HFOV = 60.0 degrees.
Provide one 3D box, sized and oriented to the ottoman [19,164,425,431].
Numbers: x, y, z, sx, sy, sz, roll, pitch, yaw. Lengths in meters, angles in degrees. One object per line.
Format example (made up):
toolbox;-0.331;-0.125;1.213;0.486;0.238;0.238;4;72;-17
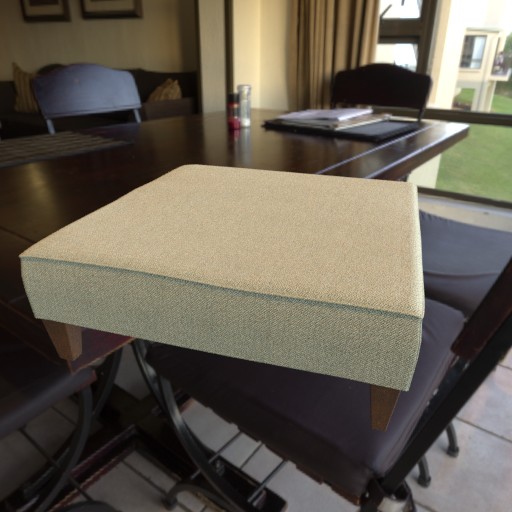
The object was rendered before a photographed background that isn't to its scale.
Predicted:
ottoman;0.000;0.000;1.483;1.004;0.379;0.968;8;27;16
